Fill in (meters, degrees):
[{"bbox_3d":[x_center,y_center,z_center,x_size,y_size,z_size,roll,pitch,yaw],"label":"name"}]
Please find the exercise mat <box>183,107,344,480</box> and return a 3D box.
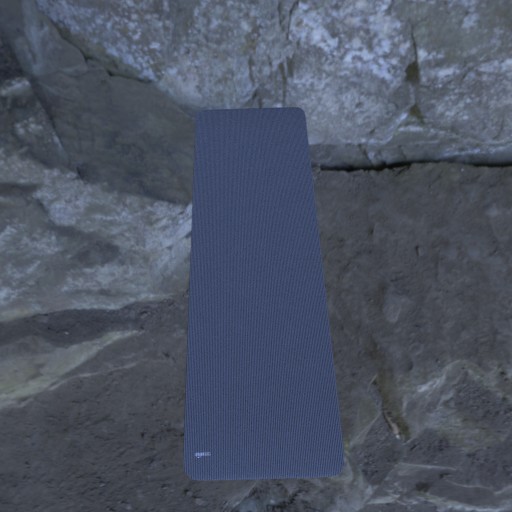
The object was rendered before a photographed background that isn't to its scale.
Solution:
[{"bbox_3d":[0.000,0.000,2.091,0.616,0.021,1.884,-2,63,-1],"label":"exercise mat"}]
